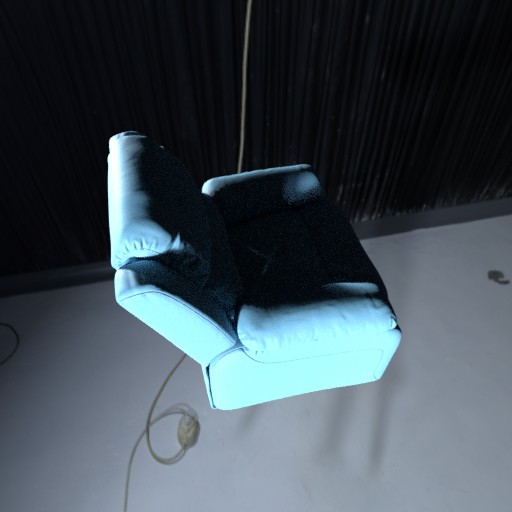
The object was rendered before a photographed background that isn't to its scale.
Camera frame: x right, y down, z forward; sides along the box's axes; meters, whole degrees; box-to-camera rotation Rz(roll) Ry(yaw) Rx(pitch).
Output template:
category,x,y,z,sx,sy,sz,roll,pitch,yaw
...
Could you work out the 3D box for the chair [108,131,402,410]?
category,x,y,z,sx,sy,sz,roll,pitch,yaw
chair,0.000,0.000,1.291,0.709,0.702,0.680,-10,48,-9
